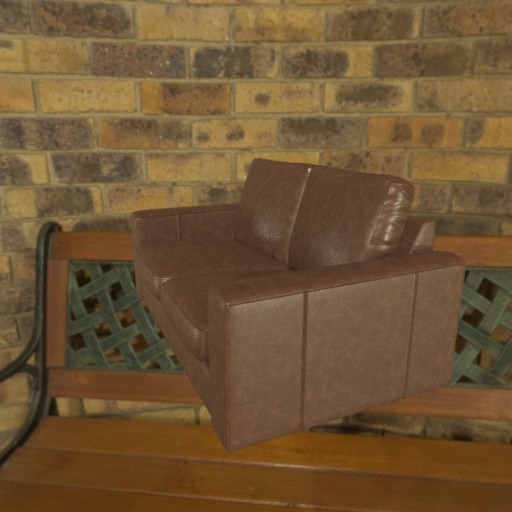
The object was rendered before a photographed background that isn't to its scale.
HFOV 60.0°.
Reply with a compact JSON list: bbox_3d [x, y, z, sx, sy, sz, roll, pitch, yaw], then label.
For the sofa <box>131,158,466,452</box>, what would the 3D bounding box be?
[{"bbox_3d":[0.000,0.000,2.198,1.016,0.873,1.616,-7,17,-24],"label":"sofa"}]
